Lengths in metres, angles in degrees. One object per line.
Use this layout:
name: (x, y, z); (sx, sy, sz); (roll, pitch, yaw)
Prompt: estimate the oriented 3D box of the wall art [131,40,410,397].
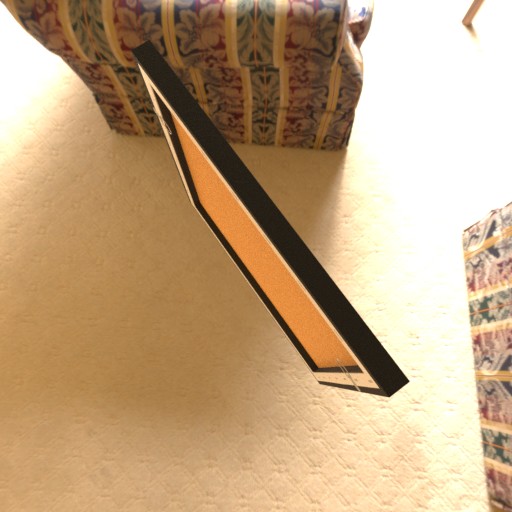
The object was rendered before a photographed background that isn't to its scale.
wall art: (0.000, 0.000, 1.119); (0.044, 0.758, 0.758); (-34, 78, -8)
